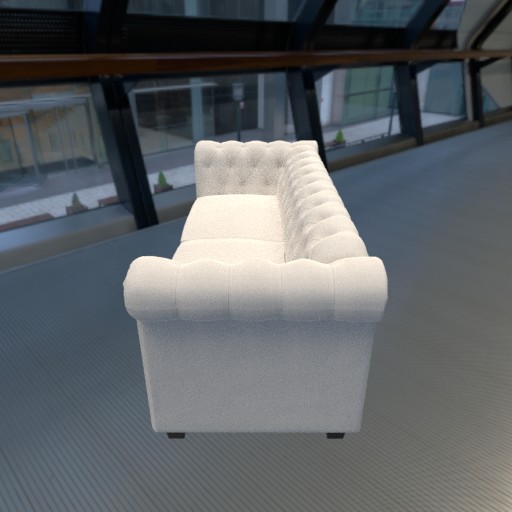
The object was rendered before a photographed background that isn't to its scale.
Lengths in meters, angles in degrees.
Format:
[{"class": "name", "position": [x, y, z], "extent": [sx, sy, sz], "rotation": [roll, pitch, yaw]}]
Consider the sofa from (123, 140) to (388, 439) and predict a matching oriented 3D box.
[{"class": "sofa", "position": [0.000, 0.000, 2.197], "extent": [0.771, 0.796, 1.798], "rotation": [0, 27, 0]}]
